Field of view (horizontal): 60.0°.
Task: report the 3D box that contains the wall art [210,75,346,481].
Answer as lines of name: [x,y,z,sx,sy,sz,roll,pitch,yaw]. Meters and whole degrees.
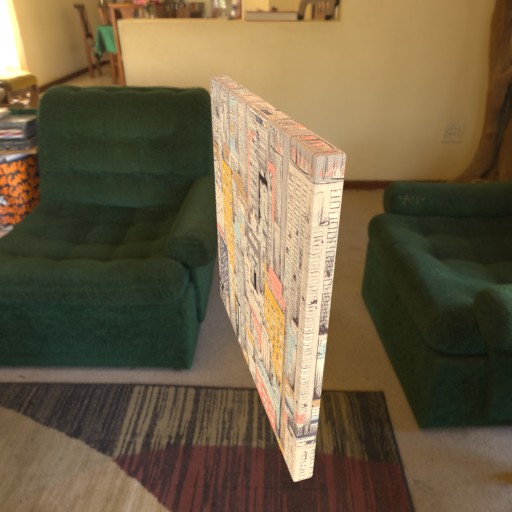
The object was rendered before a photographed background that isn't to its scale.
wall art: [0.000,0.000,0.905,0.038,0.608,0.607,-9,32,-14]
